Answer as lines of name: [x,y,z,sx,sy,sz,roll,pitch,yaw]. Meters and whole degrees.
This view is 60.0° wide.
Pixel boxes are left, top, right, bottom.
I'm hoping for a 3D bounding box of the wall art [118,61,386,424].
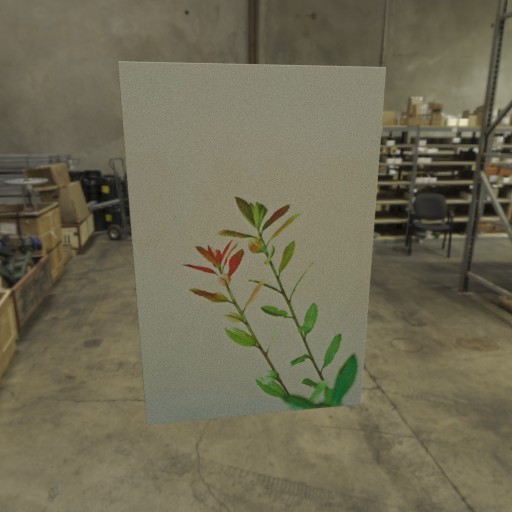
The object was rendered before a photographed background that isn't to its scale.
wall art: [0.000,0.000,0.769,0.408,0.611,0.038,-2,16,-8]
